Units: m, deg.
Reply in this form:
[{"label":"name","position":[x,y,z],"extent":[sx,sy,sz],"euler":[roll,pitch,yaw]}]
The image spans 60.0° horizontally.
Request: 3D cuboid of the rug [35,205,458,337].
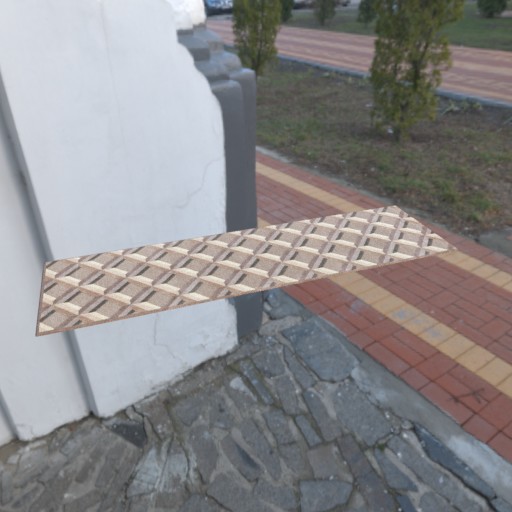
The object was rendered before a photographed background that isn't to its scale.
[{"label":"rug","position":[0.000,0.000,2.700],"extent":[2.437,0.013,0.685],"euler":[-10,33,-16]}]
